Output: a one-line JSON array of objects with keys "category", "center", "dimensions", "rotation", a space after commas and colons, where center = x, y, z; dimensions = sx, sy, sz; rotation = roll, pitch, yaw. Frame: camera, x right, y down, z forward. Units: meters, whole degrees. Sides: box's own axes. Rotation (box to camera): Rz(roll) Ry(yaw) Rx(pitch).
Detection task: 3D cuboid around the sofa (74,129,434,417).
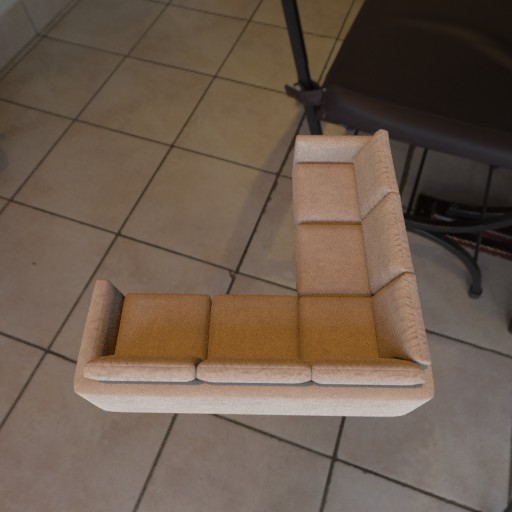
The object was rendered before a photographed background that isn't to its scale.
[{"category": "sofa", "center": [0.000, 0.000, 3.713], "dimensions": [2.438, 0.864, 2.438], "rotation": [1, 59, 0]}]
